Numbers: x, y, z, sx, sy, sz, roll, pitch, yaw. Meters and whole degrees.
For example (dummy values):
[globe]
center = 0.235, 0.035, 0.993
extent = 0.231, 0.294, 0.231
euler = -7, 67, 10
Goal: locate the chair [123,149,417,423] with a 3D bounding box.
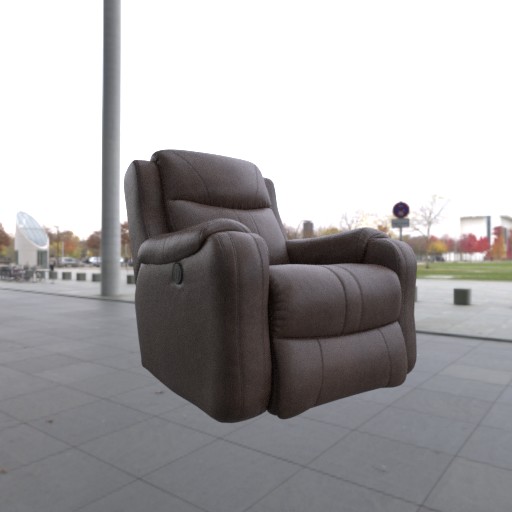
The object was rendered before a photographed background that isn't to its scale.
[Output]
[chair]
center = 0.000, 0.000, 1.853
extent = 0.940, 0.990, 1.067
euler = 0, 0, -38
